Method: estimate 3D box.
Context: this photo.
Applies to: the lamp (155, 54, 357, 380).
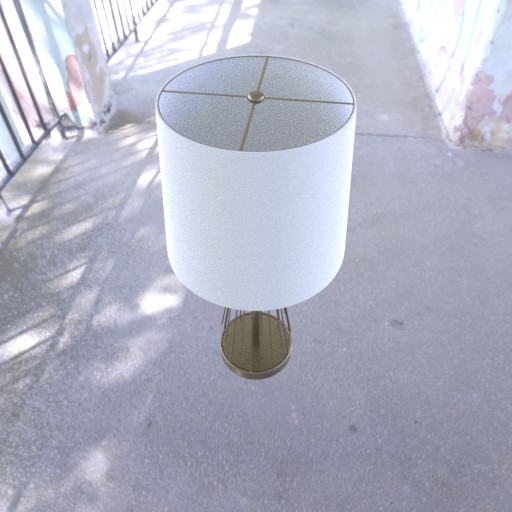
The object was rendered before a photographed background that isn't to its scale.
[{"bbox_3d":[0.000,0.000,0.796,0.303,0.618,0.303,0,47,0],"label":"lamp"}]
